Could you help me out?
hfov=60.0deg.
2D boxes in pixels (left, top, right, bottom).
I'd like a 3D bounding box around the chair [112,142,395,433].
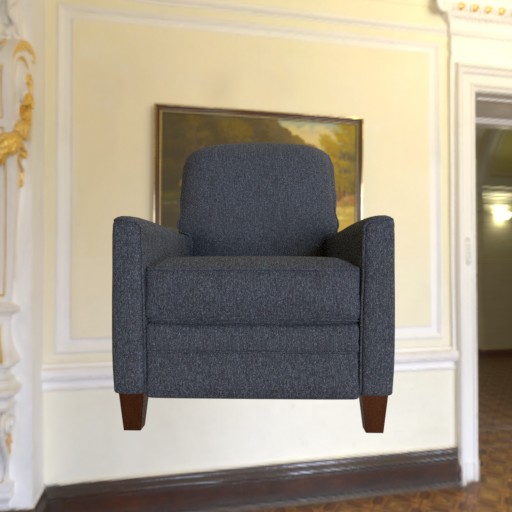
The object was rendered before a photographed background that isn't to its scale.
[{"bbox_3d":[0.000,0.000,1.636,0.839,1.016,0.850,0,0,2],"label":"chair"}]
